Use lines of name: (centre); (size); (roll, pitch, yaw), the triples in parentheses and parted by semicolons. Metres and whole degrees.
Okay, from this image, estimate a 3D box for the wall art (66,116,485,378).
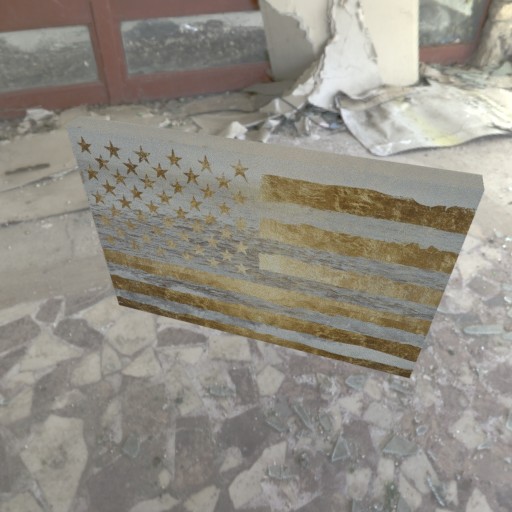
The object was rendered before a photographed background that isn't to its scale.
wall art: (0.000, 0.000, 0.764); (0.606, 0.407, 0.041); (12, 42, 13)
